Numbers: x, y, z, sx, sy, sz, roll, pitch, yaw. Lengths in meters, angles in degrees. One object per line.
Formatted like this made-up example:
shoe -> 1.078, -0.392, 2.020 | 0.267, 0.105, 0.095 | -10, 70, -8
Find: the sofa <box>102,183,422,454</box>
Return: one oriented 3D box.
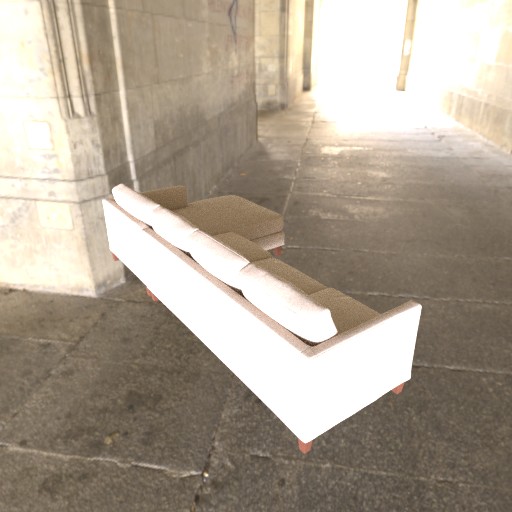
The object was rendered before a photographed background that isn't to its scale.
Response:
sofa -> 0.000, 0.000, 3.892 | 1.625, 0.861, 3.186 | -17, 30, -32
